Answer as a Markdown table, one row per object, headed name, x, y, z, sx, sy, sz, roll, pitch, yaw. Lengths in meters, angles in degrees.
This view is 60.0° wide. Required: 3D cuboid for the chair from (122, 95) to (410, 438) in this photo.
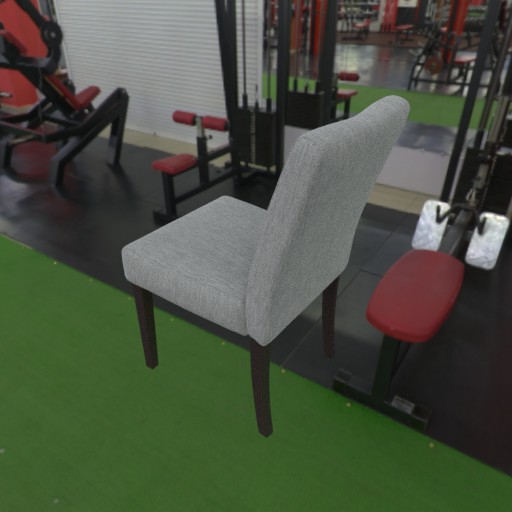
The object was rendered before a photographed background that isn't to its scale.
| name | x | y | z | sx | sy | sz | roll | pitch | yaw |
| --- | --- | --- | --- | --- | --- | --- | --- | --- | --- |
| chair | 0.000 | 0.000 | 1.275 | 0.629 | 0.884 | 0.487 | 21 | 37 | 30 |
